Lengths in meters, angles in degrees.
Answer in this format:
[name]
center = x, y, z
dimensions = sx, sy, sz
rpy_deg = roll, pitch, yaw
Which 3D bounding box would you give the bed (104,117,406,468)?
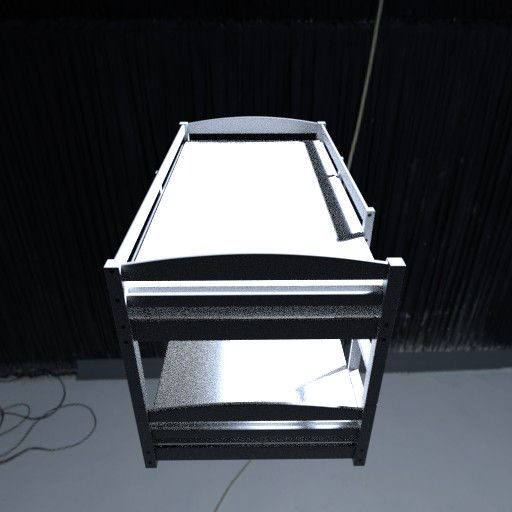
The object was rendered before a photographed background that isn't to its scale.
[bed]
center = 0.000, 0.000, 2.720
dimensions = 1.105, 1.206, 2.013
rpy_deg = 0, 31, -1
